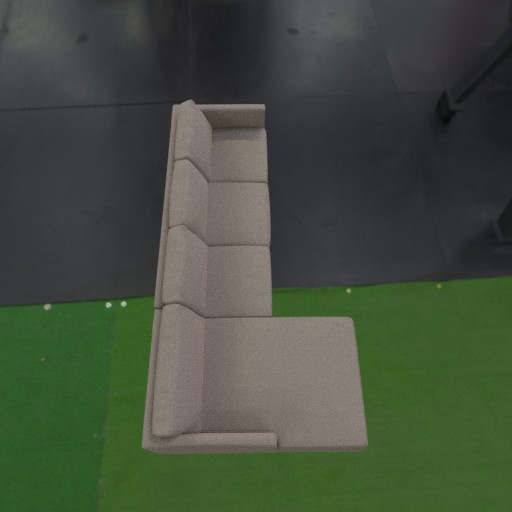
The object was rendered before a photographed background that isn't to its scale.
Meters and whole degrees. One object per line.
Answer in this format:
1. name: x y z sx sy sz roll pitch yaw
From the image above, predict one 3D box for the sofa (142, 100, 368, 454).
1. sofa: 0.000 0.000 3.948 1.625 0.846 3.186 -1 63 0
